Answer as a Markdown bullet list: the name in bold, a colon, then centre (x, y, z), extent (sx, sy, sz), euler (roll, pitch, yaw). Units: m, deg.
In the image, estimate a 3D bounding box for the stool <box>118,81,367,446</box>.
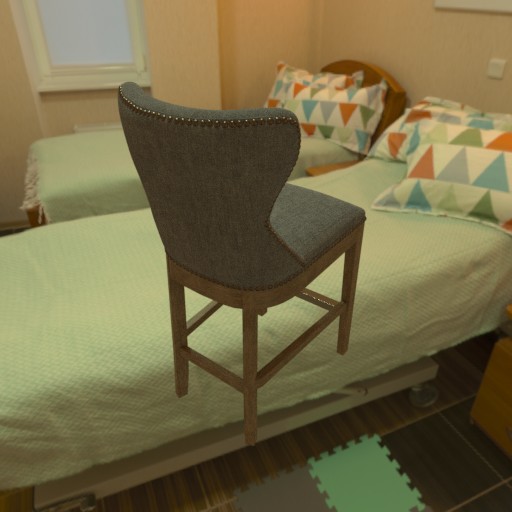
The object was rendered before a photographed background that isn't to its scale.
- **stool**: centre (0.000, 0.000, 1.303), extent (0.498, 0.981, 0.608), euler (22, 38, 31)
